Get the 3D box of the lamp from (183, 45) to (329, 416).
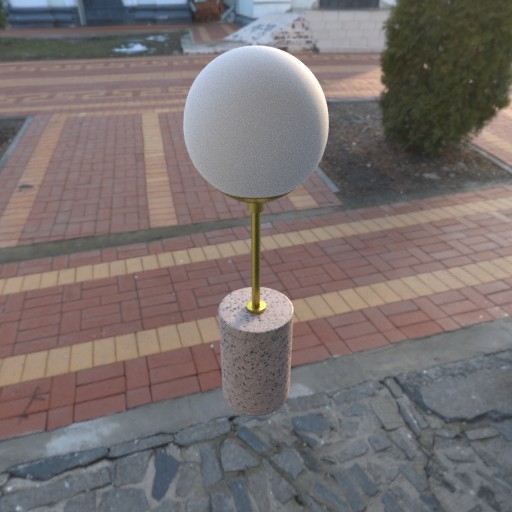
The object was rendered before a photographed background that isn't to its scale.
[{"bbox_3d":[0.000,0.000,0.558,0.153,0.480,0.153,0,31,0],"label":"lamp"}]
